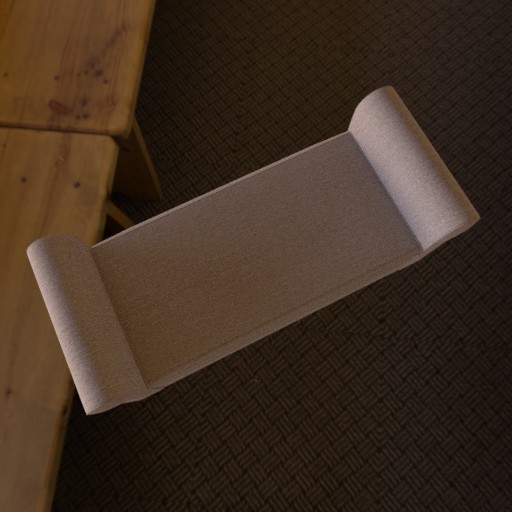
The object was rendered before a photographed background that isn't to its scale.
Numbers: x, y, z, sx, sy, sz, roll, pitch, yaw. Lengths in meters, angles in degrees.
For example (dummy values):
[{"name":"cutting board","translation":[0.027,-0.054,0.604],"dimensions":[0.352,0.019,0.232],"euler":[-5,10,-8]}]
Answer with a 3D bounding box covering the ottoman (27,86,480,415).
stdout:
[{"name":"ottoman","translation":[0.000,0.000,1.526],"dimensions":[1.256,0.547,0.521],"euler":[-25,76,-7]}]
